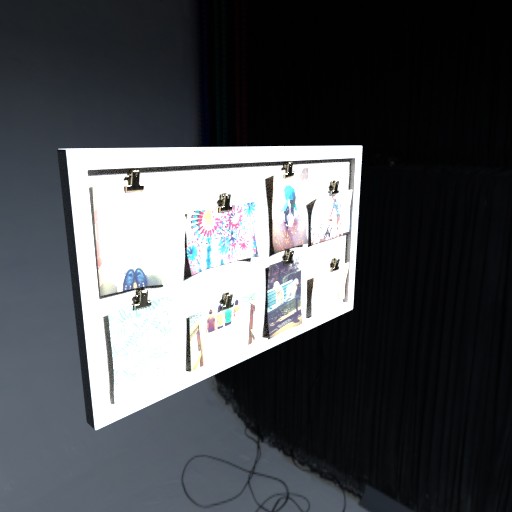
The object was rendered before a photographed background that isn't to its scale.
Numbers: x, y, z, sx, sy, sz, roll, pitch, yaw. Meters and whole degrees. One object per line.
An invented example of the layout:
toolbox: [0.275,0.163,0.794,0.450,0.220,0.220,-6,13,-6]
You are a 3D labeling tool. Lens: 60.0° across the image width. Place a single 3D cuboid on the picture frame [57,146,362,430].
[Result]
picture frame: [0.000,0.000,0.793,0.044,0.379,0.647,14,20,43]
